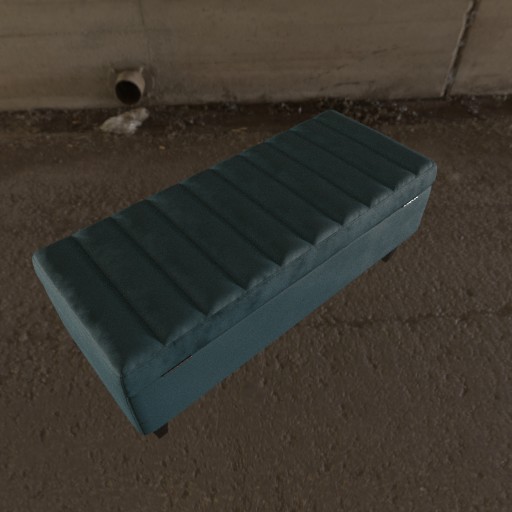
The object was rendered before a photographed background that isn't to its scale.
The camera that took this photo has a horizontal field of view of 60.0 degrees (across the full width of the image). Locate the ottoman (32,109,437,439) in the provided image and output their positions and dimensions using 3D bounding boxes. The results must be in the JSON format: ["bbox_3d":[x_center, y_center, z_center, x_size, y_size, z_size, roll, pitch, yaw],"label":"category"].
[{"bbox_3d":[0.000,0.000,1.418,1.151,0.469,0.482,-32,55,-27],"label":"ottoman"}]
